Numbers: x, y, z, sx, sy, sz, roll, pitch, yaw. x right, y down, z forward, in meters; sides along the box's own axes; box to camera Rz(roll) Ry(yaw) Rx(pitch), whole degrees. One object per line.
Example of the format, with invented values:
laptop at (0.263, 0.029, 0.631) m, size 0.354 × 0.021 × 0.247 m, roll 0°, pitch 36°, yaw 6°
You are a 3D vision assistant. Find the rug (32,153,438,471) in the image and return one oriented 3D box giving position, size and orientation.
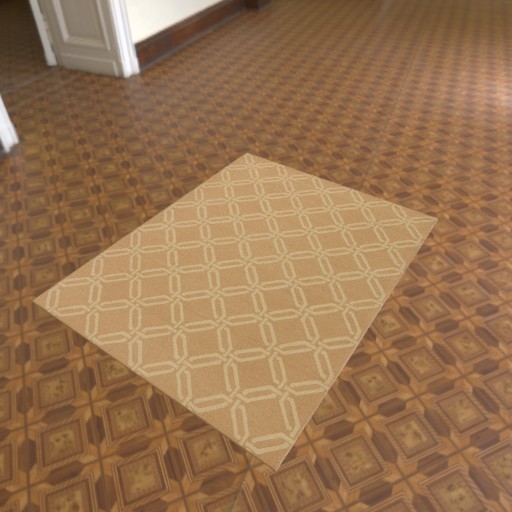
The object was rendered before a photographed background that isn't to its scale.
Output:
rug at (0.000, 0.000, 3.887) m, size 2.288 × 0.018 × 2.895 m, roll 25°, pitch 47°, yaw 25°
